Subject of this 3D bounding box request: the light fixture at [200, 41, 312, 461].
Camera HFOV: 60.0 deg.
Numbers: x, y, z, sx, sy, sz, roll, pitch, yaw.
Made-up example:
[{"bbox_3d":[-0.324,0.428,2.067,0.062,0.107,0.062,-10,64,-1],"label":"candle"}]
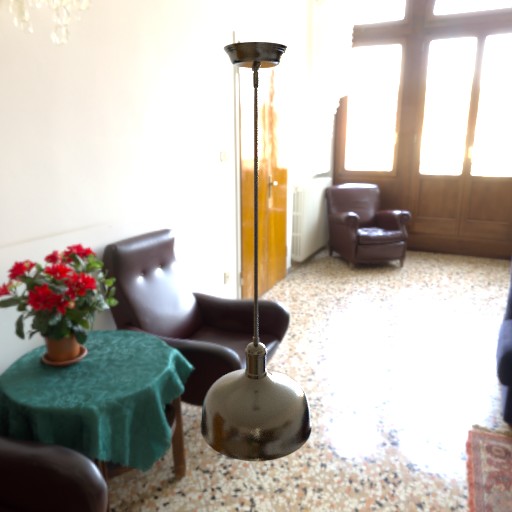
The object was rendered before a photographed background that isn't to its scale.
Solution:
[{"bbox_3d":[0.000,0.000,1.085,0.299,0.935,0.299,-3,15,-10],"label":"light fixture"}]
